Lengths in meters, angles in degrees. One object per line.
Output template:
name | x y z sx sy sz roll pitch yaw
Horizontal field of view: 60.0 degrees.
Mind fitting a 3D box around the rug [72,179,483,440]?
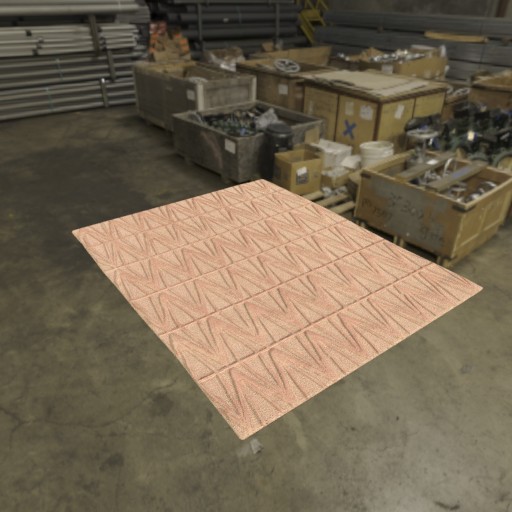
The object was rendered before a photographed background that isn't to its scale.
rug | 0.000 0.000 4.088 2.453 0.043 3.052 -21 37 -31
